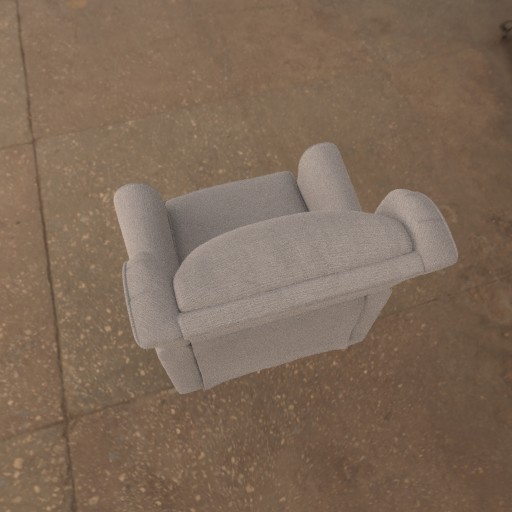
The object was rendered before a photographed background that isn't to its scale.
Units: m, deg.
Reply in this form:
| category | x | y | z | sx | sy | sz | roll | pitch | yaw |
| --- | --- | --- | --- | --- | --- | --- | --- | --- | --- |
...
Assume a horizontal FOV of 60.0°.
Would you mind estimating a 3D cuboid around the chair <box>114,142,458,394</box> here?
| category | x | y | z | sx | sy | sz | roll | pitch | yaw |
| --- | --- | --- | --- | --- | --- | --- | --- | --- | --- |
| chair | 0.000 | 0.000 | 1.599 | 0.906 | 0.966 | 0.854 | -14 | 59 | -9 |
